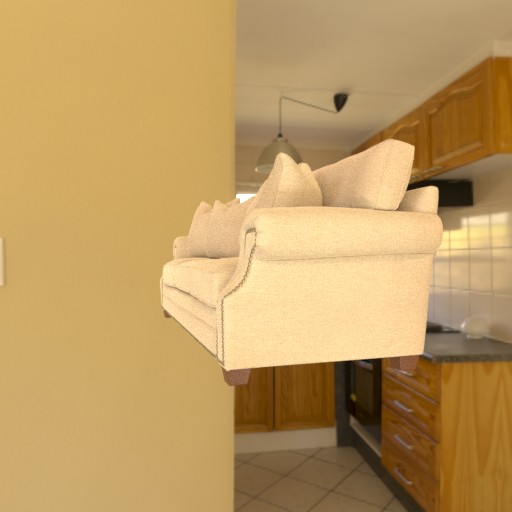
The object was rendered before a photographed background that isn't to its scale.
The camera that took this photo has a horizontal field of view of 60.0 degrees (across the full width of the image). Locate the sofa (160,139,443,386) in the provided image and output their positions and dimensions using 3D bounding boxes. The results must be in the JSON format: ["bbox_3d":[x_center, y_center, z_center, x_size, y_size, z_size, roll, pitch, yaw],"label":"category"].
[{"bbox_3d":[0.000,0.000,2.757,0.965,0.975,2.312,0,-1,-18],"label":"sofa"}]
